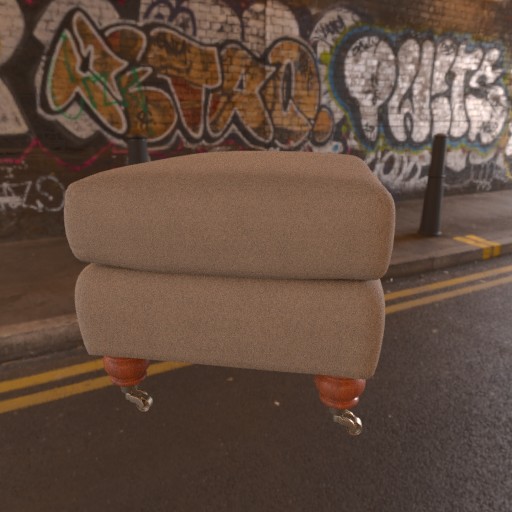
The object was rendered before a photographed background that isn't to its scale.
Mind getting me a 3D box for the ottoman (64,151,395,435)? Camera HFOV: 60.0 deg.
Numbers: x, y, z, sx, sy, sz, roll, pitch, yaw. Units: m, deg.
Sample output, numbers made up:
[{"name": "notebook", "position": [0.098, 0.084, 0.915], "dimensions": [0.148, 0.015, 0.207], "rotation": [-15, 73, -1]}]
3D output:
[{"name": "ottoman", "position": [0.000, 0.000, 1.110], "dimensions": [0.569, 0.504, 0.773], "rotation": [3, 16, 10]}]
